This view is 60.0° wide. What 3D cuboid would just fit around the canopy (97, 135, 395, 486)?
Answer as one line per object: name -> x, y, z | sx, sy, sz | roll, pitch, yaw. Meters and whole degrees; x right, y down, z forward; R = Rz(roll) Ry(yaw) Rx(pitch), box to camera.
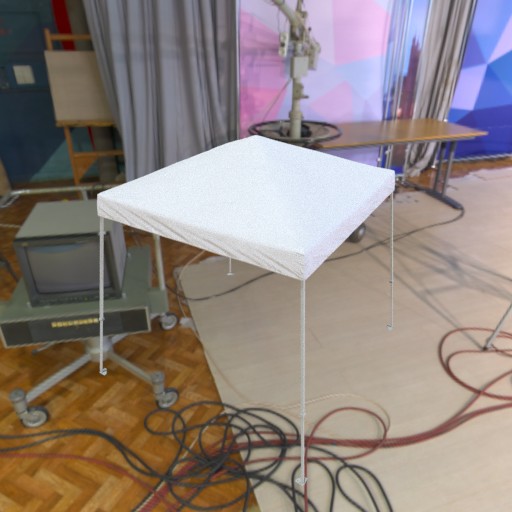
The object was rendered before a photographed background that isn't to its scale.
canopy -> 0.000, 0.000, 5.259 | 2.850, 2.850, 2.849 | 17, 33, 28
